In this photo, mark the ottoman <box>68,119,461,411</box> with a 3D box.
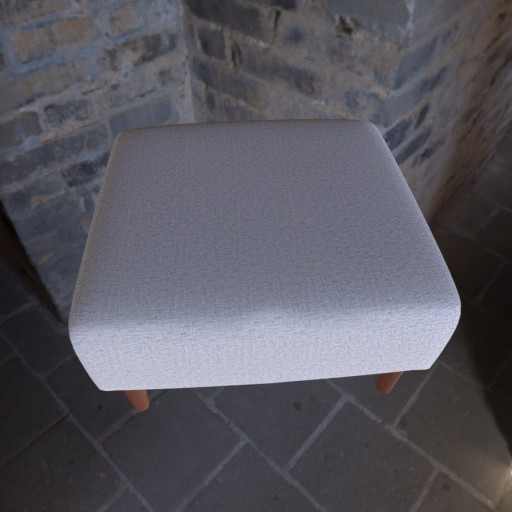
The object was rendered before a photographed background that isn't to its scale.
[{"bbox_3d":[0.000,0.000,1.039,0.655,0.399,0.648,-3,47,-3],"label":"ottoman"}]
